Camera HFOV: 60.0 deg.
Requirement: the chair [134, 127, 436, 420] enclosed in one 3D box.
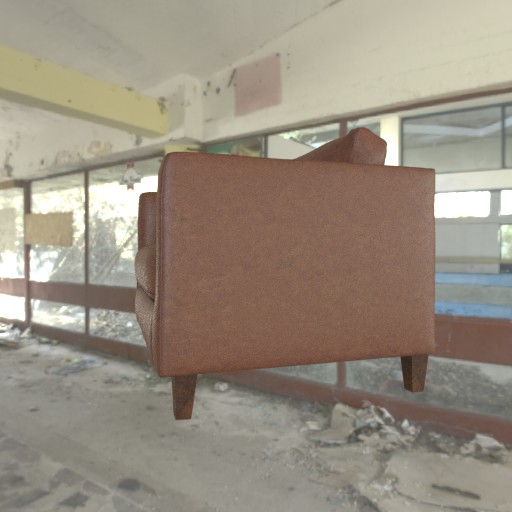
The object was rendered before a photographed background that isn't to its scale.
[{"bbox_3d":[0.000,0.000,1.853,0.959,0.917,1.107,0,1,-18],"label":"chair"}]
